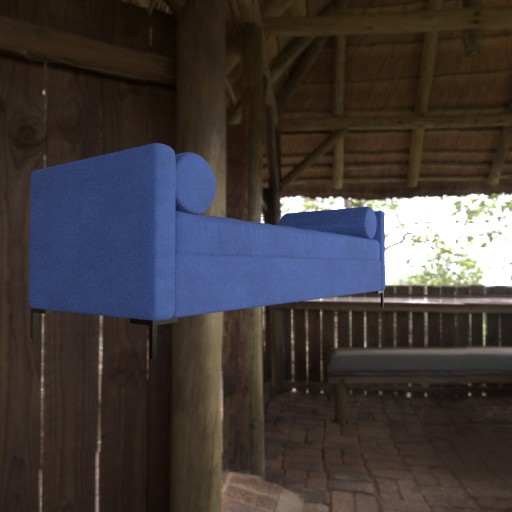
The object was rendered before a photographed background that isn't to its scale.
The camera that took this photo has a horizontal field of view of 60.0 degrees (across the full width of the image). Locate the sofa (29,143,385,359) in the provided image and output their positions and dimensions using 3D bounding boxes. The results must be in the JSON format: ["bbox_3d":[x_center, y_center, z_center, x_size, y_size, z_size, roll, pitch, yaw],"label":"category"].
[{"bbox_3d":[0.000,0.000,2.261,0.686,0.635,1.981,-1,-2,35],"label":"sofa"}]
